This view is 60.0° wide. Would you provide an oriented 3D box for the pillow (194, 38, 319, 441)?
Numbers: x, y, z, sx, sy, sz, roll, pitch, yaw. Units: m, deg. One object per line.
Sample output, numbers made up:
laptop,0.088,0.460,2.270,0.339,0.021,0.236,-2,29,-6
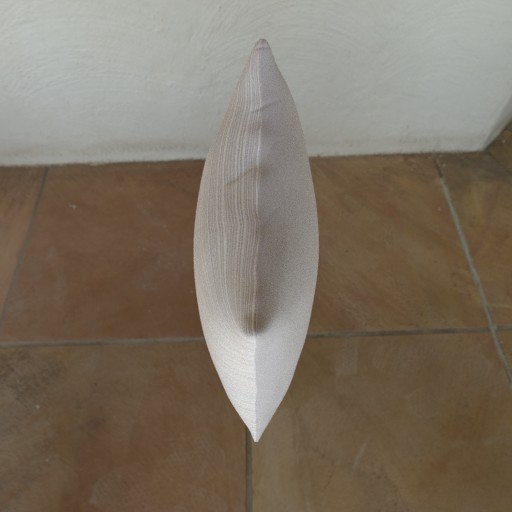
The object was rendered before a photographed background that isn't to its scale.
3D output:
pillow,0.000,0.000,0.770,0.204,0.497,0.512,1,56,1
